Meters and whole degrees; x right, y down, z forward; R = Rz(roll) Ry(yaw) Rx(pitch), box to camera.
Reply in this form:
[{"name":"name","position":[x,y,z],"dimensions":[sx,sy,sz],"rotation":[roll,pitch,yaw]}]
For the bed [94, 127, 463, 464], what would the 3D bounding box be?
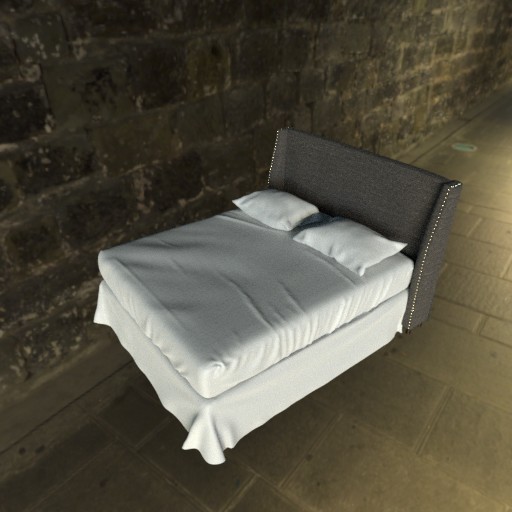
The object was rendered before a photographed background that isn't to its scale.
[{"name":"bed","position":[0.000,0.000,3.524],"dimensions":[2.276,1.332,1.925],"rotation":[-21,37,-31]}]
